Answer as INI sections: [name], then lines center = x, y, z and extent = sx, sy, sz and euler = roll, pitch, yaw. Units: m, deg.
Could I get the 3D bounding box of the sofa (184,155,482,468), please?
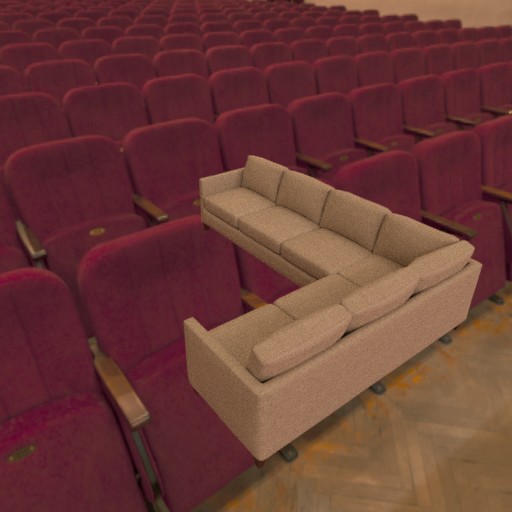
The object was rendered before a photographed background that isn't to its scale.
[sofa]
center = 0.000, 0.000, 4.463
extent = 2.522, 0.934, 3.333
euler = -21, 37, -31
